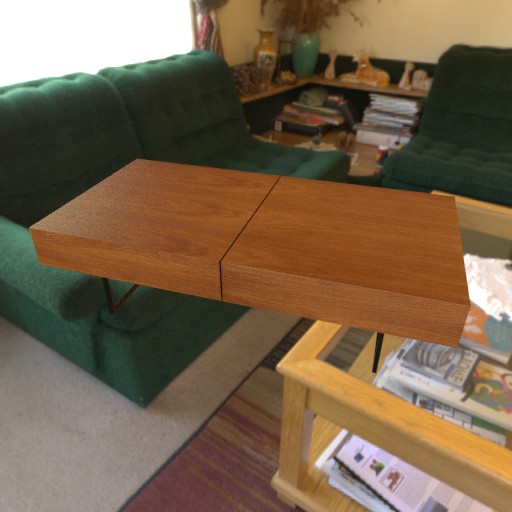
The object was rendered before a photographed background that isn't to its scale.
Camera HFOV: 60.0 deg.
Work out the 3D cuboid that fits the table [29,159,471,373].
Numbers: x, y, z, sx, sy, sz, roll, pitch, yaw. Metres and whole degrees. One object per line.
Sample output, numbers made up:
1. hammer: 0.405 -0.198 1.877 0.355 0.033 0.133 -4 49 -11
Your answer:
1. table: 0.000 0.000 1.470 1.194 0.330 0.610 10 33 15
